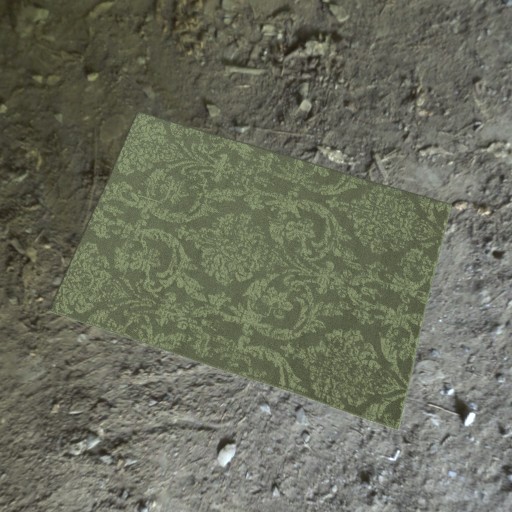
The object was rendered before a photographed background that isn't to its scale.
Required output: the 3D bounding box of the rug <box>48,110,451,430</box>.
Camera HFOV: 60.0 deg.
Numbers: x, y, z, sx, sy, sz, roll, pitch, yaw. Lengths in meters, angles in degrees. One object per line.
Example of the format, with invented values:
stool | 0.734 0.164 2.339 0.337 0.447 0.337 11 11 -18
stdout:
rug | 0.000 0.000 2.319 1.824 0.012 1.206 18 76 4
